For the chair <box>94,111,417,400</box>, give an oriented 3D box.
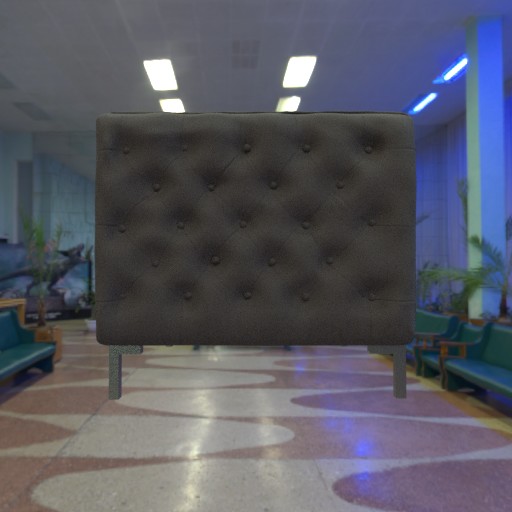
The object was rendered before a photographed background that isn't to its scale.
[{"bbox_3d":[0.000,0.000,1.646,0.913,0.807,0.946,0,-1,0],"label":"chair"}]
